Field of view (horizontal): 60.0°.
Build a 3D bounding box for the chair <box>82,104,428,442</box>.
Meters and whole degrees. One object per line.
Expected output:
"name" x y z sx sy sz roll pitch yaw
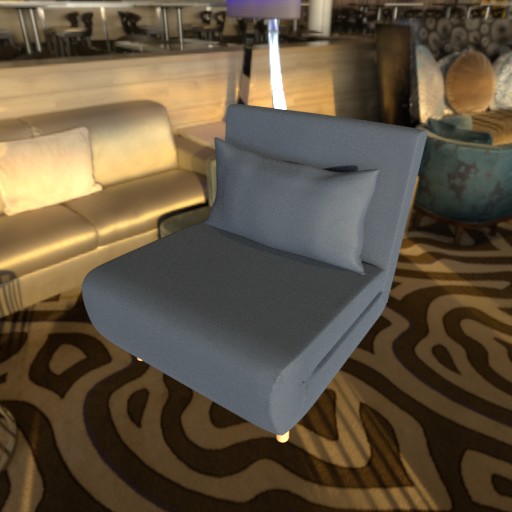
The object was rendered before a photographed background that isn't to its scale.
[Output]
"chair" 0.000 0.000 1.495 0.770 0.808 0.900 19 35 30
